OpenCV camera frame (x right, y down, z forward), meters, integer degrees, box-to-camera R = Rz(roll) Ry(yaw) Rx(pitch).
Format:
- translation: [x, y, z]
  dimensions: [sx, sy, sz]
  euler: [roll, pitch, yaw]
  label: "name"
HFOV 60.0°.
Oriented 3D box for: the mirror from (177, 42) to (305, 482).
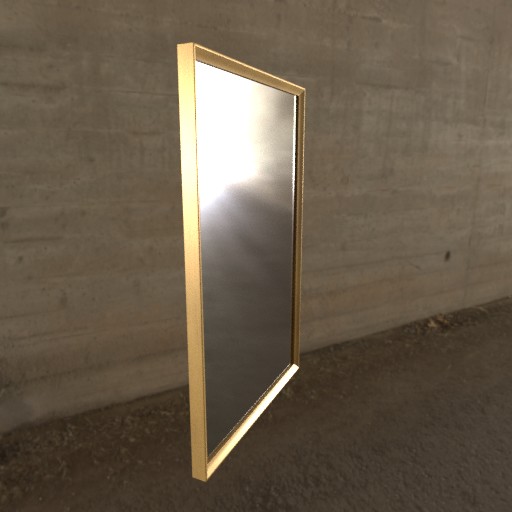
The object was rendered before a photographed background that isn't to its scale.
- translation: [0.000, 0.000, 1.173]
  dimensions: [0.041, 0.915, 0.609]
  euler: [6, 14, 25]
  label: "mirror"
